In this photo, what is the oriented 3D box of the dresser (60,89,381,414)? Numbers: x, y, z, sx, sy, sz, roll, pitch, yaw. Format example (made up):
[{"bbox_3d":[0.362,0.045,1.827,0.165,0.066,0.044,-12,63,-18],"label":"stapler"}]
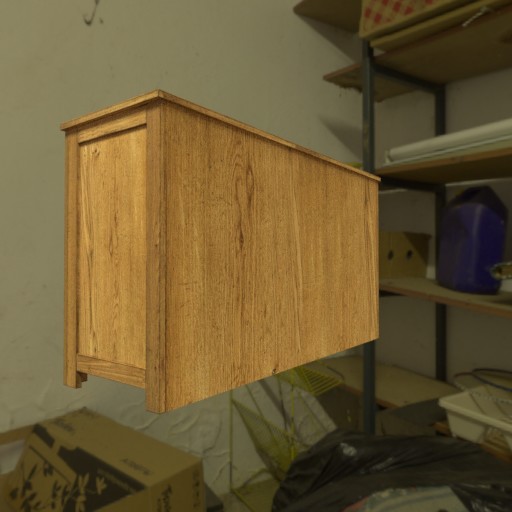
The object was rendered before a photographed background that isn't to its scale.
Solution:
[{"bbox_3d":[0.000,0.000,2.084,0.563,0.932,1.657,-1,-1,37],"label":"dresser"}]
